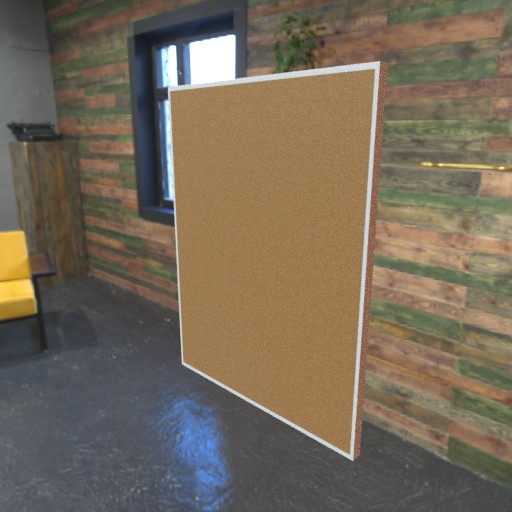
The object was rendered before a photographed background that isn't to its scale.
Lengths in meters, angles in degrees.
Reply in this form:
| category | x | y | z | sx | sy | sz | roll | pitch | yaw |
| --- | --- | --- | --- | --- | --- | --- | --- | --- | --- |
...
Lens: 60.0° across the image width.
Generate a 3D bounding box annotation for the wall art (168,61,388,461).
| category | x | y | z | sx | sy | sz | roll | pitch | yaw |
| --- | --- | --- | --- | --- | --- | --- | --- | --- | --- |
| wall art | 0.000 | 0.000 | 1.395 | 0.795 | 1.050 | 0.039 | 14 | 21 | 42 |
